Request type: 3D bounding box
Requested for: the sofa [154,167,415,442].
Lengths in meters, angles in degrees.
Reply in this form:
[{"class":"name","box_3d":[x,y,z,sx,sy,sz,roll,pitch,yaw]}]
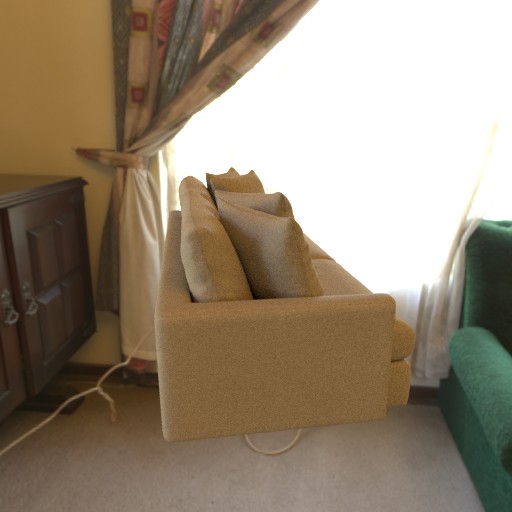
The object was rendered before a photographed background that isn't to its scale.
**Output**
[{"class":"sofa","box_3d":[0.000,0.000,3.037,1.228,1.084,2.380,-3,17,-9]}]
